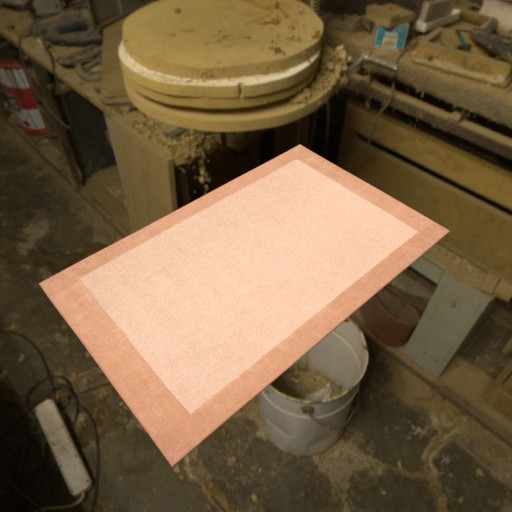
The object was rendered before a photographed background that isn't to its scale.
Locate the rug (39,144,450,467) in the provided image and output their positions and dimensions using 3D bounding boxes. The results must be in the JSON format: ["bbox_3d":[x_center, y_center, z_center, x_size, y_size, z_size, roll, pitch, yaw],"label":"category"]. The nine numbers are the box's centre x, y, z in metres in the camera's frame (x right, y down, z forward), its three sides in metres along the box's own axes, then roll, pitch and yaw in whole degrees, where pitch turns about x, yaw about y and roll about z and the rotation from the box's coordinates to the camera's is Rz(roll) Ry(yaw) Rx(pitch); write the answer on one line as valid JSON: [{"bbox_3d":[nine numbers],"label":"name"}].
[{"bbox_3d":[0.000,0.000,3.056,2.438,0.014,1.524,-33,55,-27],"label":"rug"}]
